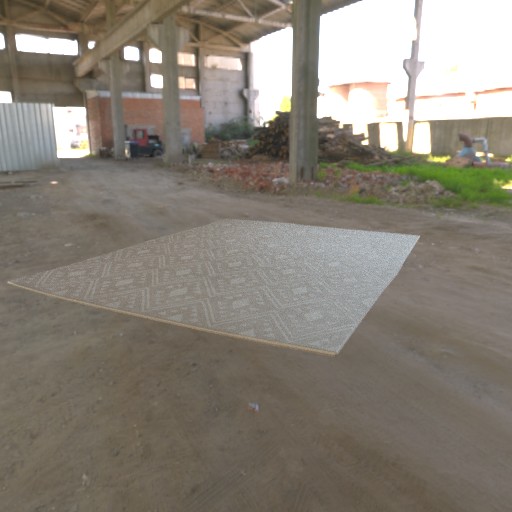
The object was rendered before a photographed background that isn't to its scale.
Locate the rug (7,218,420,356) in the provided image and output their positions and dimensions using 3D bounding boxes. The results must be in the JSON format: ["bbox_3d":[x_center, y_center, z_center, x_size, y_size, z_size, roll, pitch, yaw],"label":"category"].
[{"bbox_3d":[0.000,0.000,3.889,2.399,0.054,3.011,7,16,26],"label":"rug"}]
